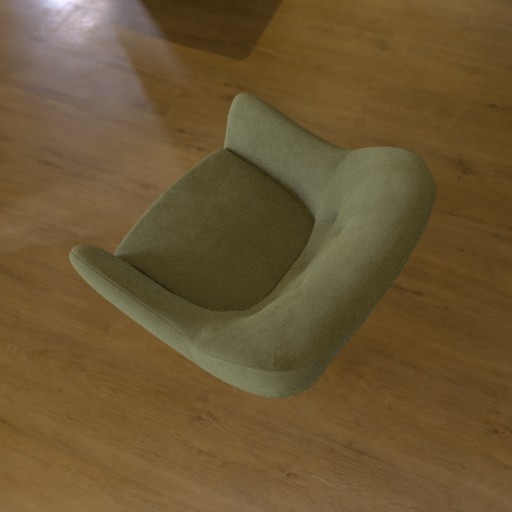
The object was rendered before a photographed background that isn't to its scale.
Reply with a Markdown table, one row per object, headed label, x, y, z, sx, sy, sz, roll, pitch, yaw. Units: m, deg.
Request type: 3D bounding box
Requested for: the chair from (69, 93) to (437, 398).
| label | x | y | z | sx | sy | sz | roll | pitch | yaw |
| --- | --- | --- | --- | --- | --- | --- | --- | --- | --- |
| chair | 0.000 | 0.000 | 1.476 | 0.819 | 0.804 | 0.840 | 34 | 68 | 16 |
